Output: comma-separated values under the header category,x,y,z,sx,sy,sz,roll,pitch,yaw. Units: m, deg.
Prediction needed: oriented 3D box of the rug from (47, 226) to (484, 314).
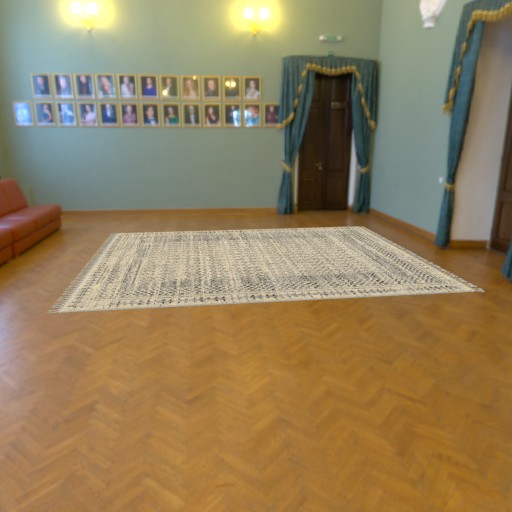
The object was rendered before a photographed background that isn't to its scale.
category,x,y,z,sx,sy,sz,roll,pitch,yaw
rug,0.000,0.000,4.000,2.940,0.013,2.312,-2,15,-8
